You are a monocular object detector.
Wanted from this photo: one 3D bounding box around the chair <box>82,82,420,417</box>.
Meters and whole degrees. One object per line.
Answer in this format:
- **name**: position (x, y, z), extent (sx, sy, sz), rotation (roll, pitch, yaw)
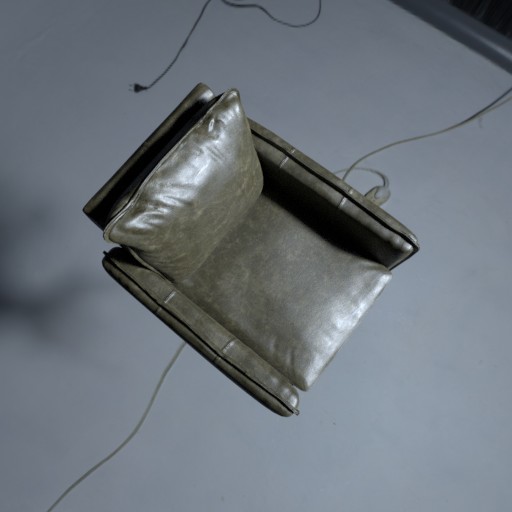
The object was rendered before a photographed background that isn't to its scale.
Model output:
- **chair**: position (0.000, 0.000, 1.675), extent (0.921, 0.921, 0.830), rotation (38, 80, 8)
